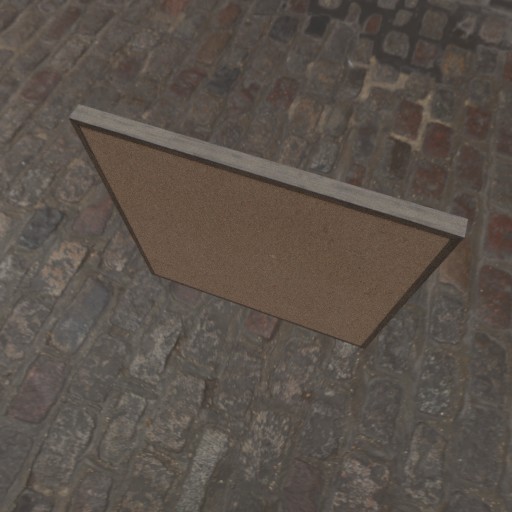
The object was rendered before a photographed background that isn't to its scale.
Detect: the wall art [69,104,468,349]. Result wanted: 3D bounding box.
[{"bbox_3d":[0.000,0.000,1.153,0.762,0.762,0.038,18,66,9],"label":"wall art"}]
